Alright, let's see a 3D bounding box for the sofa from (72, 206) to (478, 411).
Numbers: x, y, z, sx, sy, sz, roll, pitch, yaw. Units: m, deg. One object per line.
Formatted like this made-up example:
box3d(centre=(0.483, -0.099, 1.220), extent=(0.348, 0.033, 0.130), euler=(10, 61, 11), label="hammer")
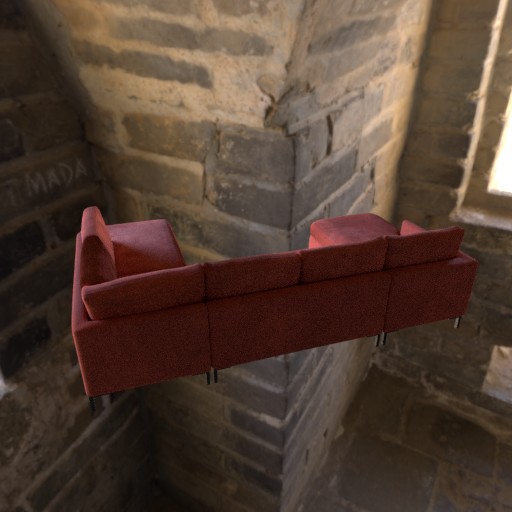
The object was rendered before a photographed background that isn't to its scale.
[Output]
box3d(centre=(0.000, 0.000, 3.877), extent=(2.971, 0.858, 1.981), euler=(-8, 28, -16), label="sofa")
